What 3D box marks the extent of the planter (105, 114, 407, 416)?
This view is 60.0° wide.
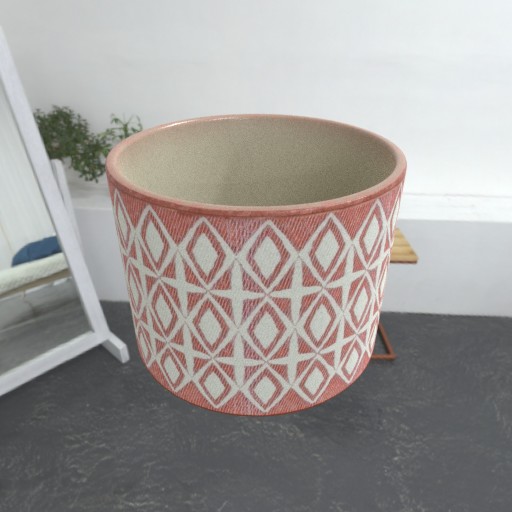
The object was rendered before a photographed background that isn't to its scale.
[{"bbox_3d":[0.000,0.000,0.477,0.273,0.237,0.273,0,31,0],"label":"planter"}]
